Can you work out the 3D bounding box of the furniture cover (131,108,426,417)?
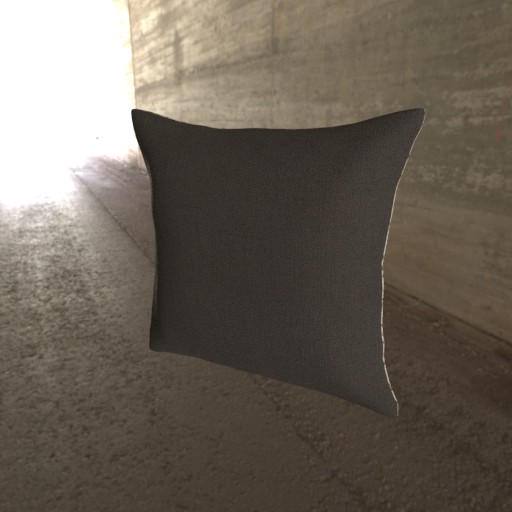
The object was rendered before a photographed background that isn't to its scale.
[{"bbox_3d":[0.000,0.000,0.778,0.525,0.498,0.180,9,19,26],"label":"furniture cover"}]
